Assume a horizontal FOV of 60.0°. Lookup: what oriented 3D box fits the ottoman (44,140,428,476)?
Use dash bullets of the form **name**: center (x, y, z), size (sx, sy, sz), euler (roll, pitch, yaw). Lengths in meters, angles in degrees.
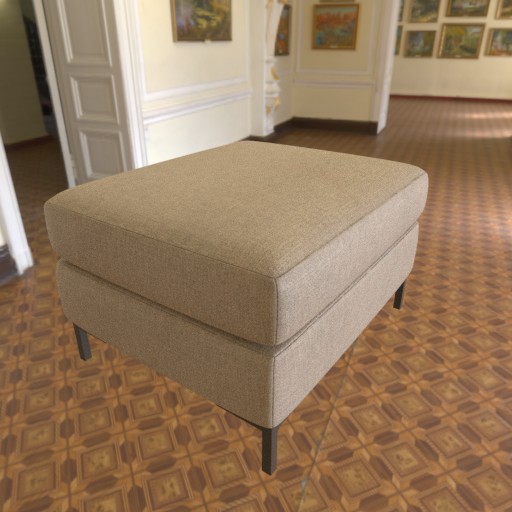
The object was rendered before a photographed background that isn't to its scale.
- **ottoman**: center (0.000, 0.000, 1.208), size (0.671, 0.490, 0.820), euler (17, 31, 32)
